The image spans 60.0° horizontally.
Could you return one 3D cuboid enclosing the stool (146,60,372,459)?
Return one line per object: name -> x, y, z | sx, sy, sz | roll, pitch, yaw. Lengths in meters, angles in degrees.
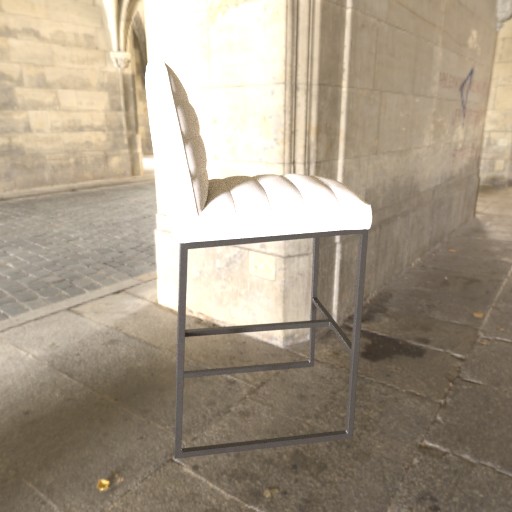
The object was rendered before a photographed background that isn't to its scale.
stool -> 0.000, 0.000, 1.368 | 0.573, 1.061, 0.464 | -3, 17, -9
